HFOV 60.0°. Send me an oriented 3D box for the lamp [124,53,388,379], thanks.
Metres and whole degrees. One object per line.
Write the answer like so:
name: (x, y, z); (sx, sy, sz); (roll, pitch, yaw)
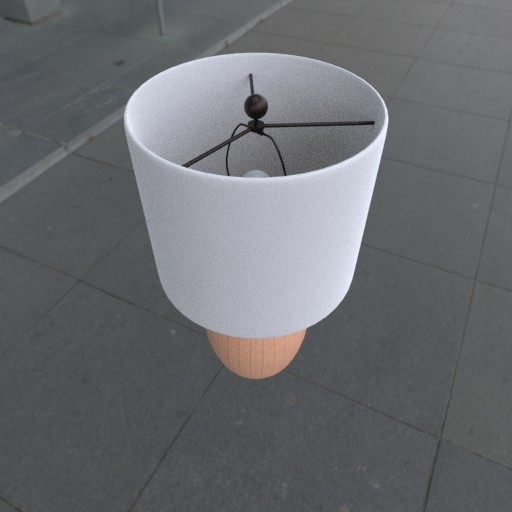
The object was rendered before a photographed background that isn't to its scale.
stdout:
lamp: (0.000, 0.000, 0.753); (0.329, 0.570, 0.329); (0, 46, 0)
